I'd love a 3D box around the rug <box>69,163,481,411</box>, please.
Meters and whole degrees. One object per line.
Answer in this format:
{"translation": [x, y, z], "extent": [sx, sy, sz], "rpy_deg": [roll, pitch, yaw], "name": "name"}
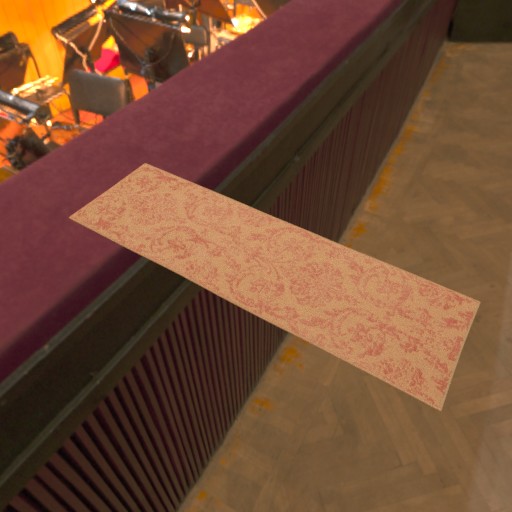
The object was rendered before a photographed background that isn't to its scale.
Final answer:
{"translation": [0.000, 0.000, 2.391], "extent": [2.196, 0.011, 0.662], "rpy_deg": [25, 51, 22], "name": "rug"}
